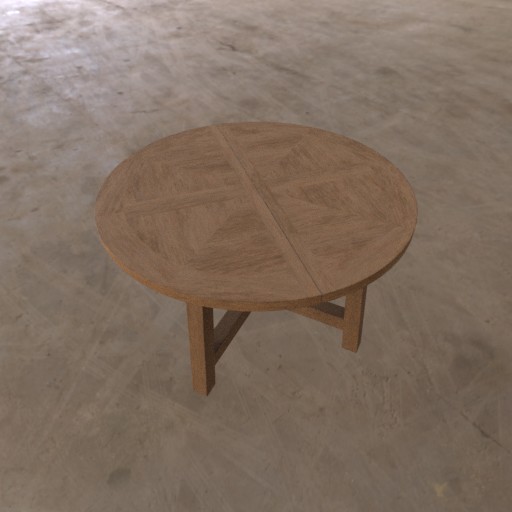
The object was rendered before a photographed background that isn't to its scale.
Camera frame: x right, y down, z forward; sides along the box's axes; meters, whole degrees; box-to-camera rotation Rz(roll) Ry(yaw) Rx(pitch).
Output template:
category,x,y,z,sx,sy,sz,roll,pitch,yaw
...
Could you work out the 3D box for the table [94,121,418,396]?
category,x,y,z,sx,sy,sz,roll,pitch,yaw
table,0.000,0.000,2.124,1.319,0.762,1.319,0,41,0
